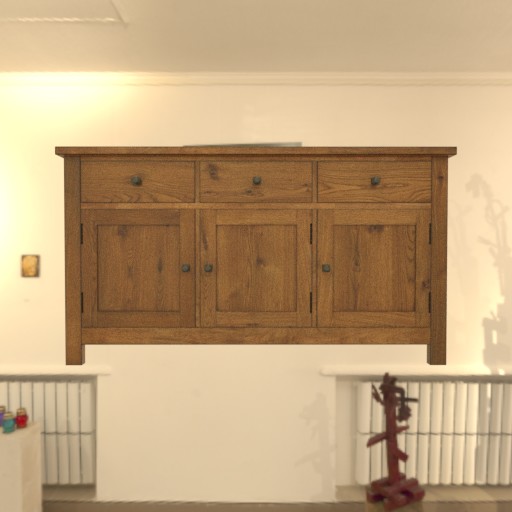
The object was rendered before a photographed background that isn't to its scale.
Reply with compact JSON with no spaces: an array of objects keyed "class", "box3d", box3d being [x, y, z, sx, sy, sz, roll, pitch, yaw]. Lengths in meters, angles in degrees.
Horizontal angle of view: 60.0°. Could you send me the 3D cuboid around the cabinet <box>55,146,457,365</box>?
[{"class":"cabinet","box3d":[0.000,0.000,1.865,1.474,0.813,0.480,0,1,0]}]
